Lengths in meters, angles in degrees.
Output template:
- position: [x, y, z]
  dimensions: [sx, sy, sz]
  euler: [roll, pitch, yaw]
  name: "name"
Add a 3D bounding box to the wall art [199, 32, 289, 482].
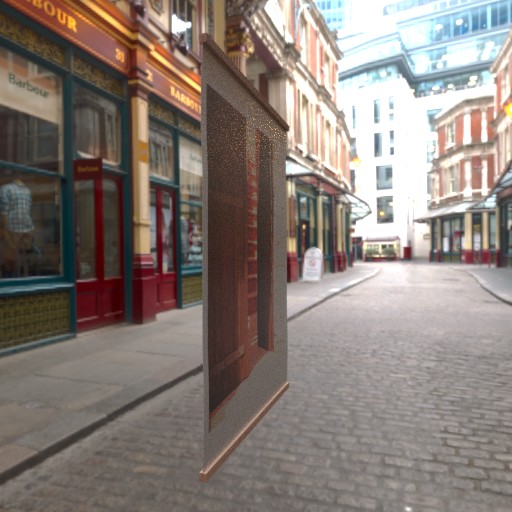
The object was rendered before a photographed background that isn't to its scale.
- position: [0.000, 0.000, 1.354]
  dimensions: [0.020, 1.013, 0.758]
  euler: [0, 0, 18]
  name: "wall art"
